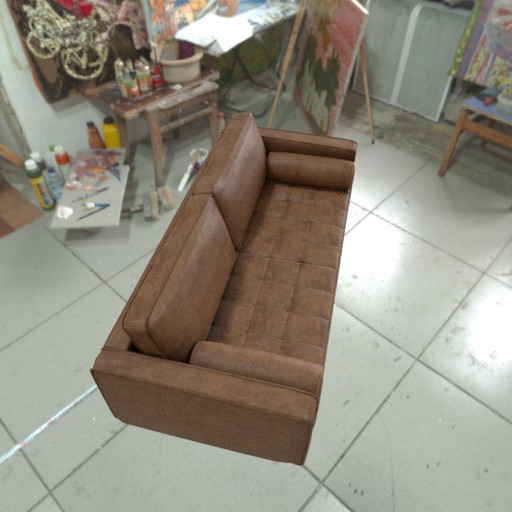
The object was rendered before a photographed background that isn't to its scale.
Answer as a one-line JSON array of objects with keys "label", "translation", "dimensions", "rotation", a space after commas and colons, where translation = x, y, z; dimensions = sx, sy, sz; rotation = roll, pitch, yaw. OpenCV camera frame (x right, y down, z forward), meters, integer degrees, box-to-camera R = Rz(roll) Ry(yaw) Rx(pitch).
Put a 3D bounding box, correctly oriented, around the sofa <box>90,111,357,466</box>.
[{"label": "sofa", "translation": [0.000, 0.000, 2.445], "dimensions": [0.924, 0.825, 1.920], "rotation": [10, 48, 9]}]
